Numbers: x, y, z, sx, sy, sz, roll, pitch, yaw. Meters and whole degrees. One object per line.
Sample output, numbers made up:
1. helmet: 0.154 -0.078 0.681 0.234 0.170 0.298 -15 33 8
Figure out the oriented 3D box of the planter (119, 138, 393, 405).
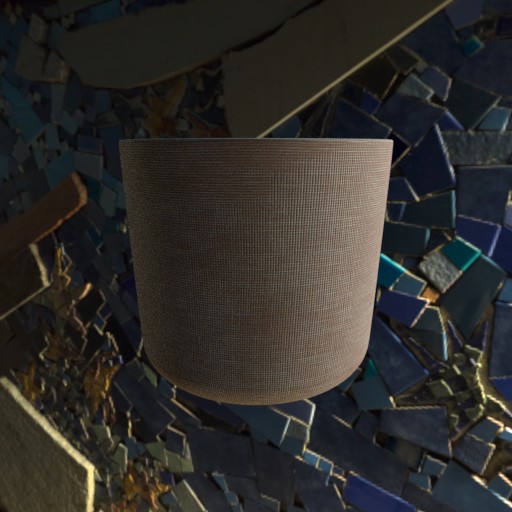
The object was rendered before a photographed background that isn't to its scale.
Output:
1. planter: 0.000 0.000 0.789 0.440 0.398 0.440 0 14 0
